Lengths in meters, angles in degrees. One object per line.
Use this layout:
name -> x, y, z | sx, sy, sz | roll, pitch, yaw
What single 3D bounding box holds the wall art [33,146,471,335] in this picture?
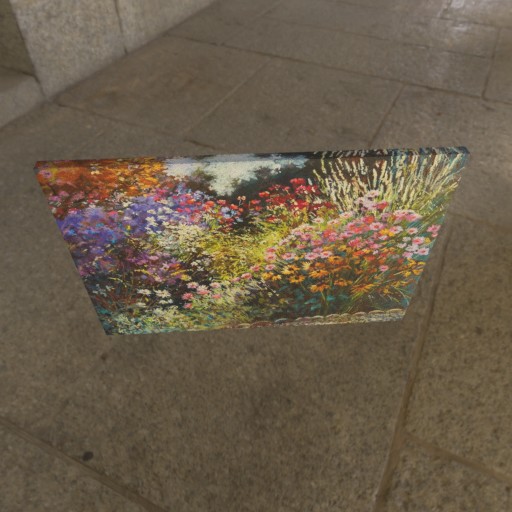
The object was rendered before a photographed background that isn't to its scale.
wall art -> 0.000, 0.000, 1.439 | 1.136, 0.760, 0.042 | -3, 47, -2
